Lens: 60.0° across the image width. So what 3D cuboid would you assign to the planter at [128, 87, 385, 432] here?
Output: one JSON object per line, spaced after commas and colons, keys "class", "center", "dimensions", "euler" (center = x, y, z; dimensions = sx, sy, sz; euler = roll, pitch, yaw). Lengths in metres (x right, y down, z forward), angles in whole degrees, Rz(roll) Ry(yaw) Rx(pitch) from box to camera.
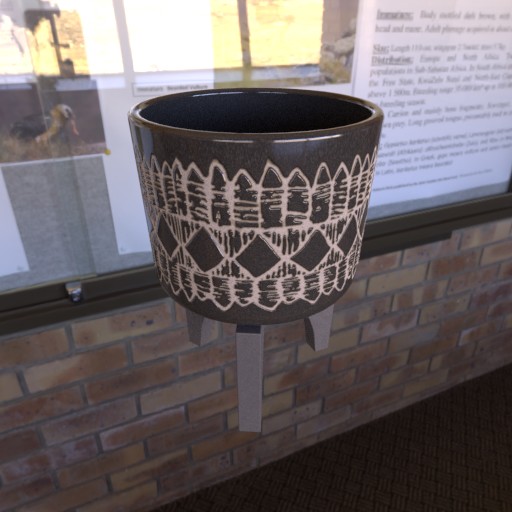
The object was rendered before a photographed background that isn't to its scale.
{"class": "planter", "center": [0.000, 0.000, 0.271], "dimensions": [0.129, 0.177, 0.129], "euler": [0, 29, 0]}
